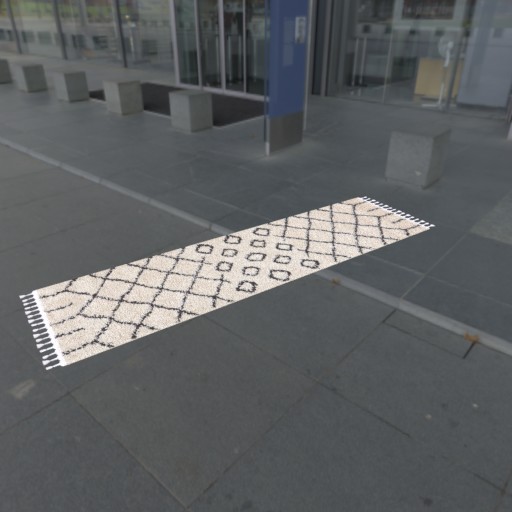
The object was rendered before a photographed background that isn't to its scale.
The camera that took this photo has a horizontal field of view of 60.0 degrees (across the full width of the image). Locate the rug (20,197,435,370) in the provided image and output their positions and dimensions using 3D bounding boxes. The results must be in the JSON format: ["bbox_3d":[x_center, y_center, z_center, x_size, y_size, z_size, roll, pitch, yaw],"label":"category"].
[{"bbox_3d":[0.000,0.000,2.616,2.464,0.005,0.660,-18,34,-29],"label":"rug"}]
